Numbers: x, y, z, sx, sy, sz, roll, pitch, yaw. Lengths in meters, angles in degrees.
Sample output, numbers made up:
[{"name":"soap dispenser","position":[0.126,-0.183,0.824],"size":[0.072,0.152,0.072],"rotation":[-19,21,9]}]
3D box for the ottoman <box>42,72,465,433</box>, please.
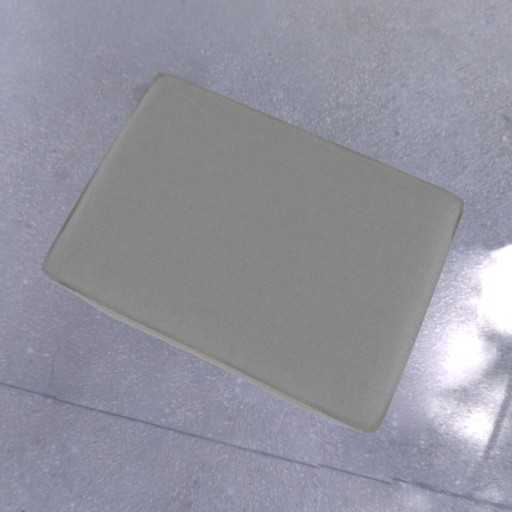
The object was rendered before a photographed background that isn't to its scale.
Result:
[{"name":"ottoman","position":[0.000,0.000,1.200],"size":[0.848,0.482,0.611],"rotation":[25,77,6]}]
